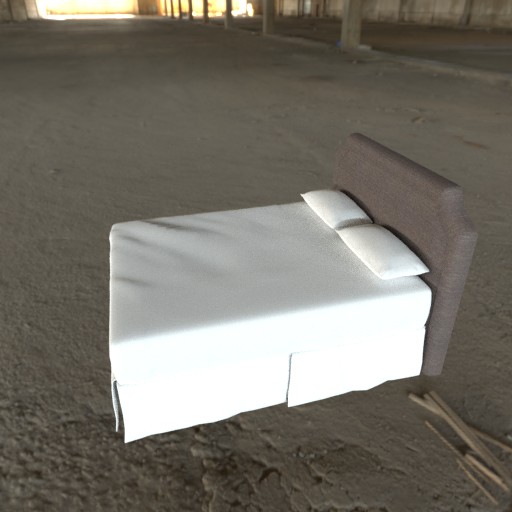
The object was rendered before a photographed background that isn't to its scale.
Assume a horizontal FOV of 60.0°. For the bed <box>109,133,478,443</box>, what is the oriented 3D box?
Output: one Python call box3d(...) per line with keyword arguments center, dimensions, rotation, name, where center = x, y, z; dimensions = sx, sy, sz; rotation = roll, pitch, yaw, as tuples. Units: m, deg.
box3d(center=(0.000, 0.000, 3.117), dimensions=(2.116, 1.290, 1.693), rotation=(-8, 31, -13), name="bed")
